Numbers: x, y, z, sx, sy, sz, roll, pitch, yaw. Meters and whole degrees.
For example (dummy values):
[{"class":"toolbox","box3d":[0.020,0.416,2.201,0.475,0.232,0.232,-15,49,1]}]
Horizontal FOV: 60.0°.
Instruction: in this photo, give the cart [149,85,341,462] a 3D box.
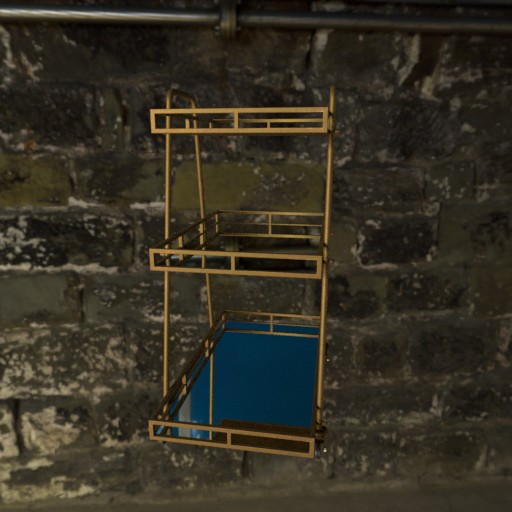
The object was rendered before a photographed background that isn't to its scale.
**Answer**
[{"class":"cart","box3d":[0.000,0.000,1.253,0.441,0.883,0.711,2,15,9]}]
